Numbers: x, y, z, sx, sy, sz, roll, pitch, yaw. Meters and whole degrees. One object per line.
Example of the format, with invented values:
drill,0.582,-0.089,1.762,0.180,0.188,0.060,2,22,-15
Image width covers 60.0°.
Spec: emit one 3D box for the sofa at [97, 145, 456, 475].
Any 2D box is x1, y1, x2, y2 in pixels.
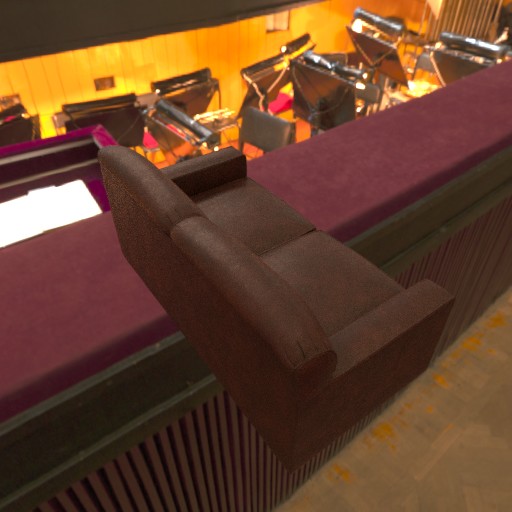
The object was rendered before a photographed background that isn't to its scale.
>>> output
sofa,0.000,0.000,2.462,1.000,0.966,1.856,-25,46,-26
